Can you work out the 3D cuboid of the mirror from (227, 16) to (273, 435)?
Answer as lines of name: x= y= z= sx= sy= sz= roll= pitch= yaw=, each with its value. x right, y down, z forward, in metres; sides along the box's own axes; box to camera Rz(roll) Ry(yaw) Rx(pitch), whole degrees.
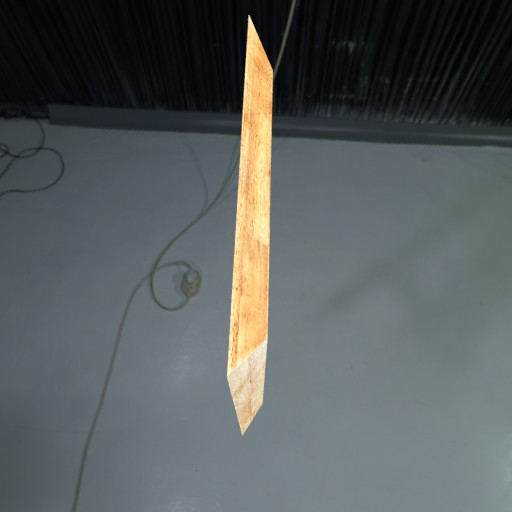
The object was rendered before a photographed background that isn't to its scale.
mirror: x=0.000 y=0.000 z=0.944 sx=0.047 sy=0.651 sz=0.651 roll=2 pitch=62 yaw=1
